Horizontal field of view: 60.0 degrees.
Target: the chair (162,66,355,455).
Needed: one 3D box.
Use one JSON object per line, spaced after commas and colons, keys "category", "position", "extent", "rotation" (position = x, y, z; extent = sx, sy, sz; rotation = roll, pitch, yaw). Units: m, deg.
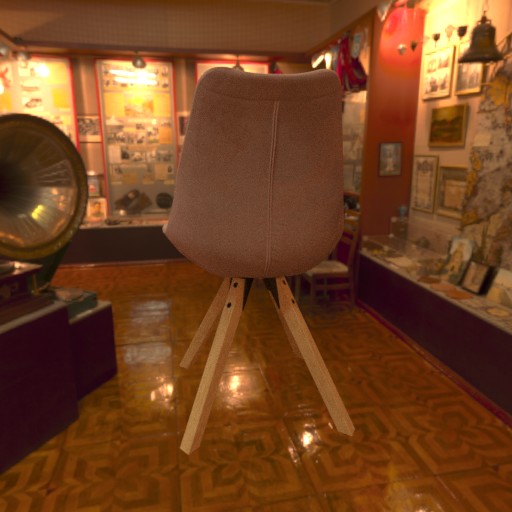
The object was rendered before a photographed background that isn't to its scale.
{"category": "chair", "position": [0.000, 0.000, 1.173], "extent": [0.485, 0.850, 0.550], "rotation": [-2, 14, -10]}
